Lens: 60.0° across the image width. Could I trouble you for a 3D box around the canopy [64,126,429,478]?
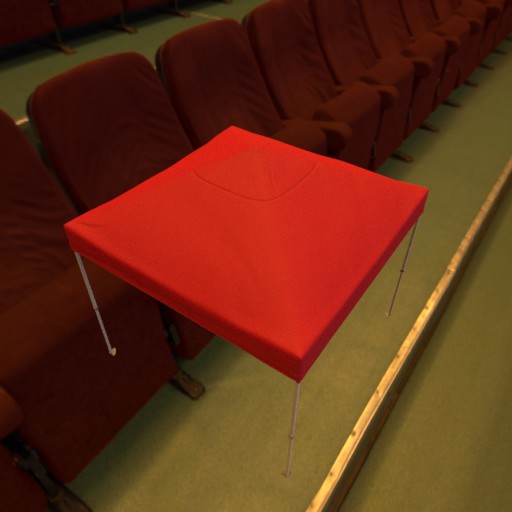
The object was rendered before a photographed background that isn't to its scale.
[{"bbox_3d":[0.000,0.000,5.510,2.998,2.997,2.996,25,47,26],"label":"canopy"}]
